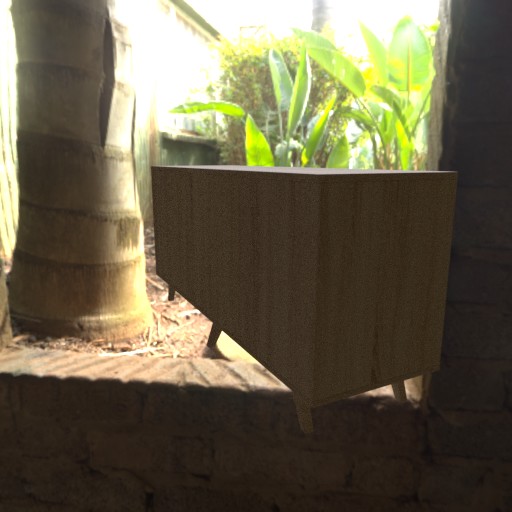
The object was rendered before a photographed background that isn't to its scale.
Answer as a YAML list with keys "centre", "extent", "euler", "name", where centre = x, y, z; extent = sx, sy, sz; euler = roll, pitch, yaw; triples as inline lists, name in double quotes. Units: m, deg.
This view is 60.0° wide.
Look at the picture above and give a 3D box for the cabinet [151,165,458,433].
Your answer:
- centre: [0.000, 0.000, 2.001]
  extent: [0.500, 0.780, 1.650]
  euler: [-6, 14, -27]
  name: "cabinet"
